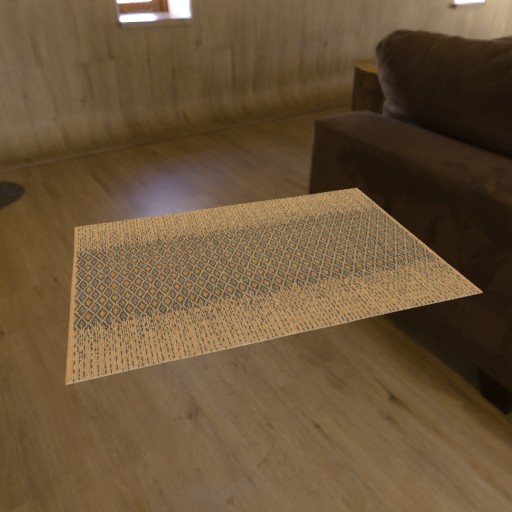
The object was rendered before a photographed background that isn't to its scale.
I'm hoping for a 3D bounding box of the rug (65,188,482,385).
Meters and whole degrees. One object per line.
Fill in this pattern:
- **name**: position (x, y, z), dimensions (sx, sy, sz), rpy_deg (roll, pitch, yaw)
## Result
- **rug**: position (0.000, 0.000, 2.319), dimensions (1.828, 0.005, 1.219), rpy_deg (-10, 34, -14)
